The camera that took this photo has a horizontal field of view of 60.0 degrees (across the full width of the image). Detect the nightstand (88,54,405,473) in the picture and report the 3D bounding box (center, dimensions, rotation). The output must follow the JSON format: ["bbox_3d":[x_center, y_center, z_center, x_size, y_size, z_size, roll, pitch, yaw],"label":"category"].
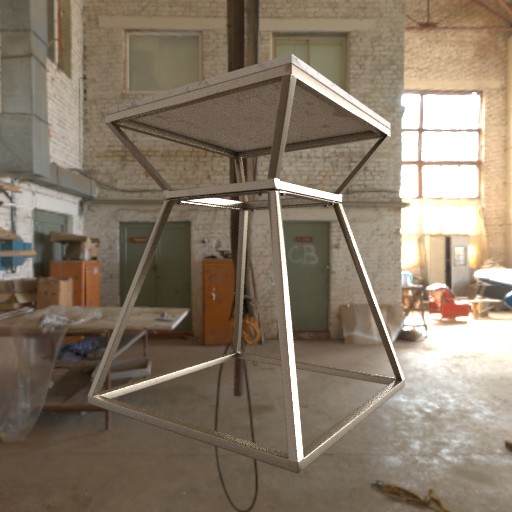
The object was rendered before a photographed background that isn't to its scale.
[{"bbox_3d":[0.000,0.000,0.883,0.455,0.554,0.455,1,1,35],"label":"nightstand"}]
